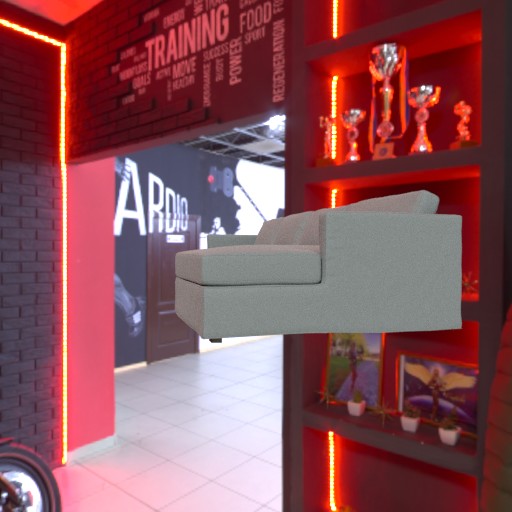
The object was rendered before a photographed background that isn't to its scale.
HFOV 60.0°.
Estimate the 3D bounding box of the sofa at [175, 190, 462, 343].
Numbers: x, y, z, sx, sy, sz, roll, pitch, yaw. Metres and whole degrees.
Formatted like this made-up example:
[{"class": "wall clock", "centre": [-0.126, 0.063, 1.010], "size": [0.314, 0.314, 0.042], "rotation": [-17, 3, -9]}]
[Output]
[{"class": "sofa", "centre": [0.000, 0.000, 3.936], "size": [1.622, 0.867, 3.177], "rotation": [0, 0, -18]}]
